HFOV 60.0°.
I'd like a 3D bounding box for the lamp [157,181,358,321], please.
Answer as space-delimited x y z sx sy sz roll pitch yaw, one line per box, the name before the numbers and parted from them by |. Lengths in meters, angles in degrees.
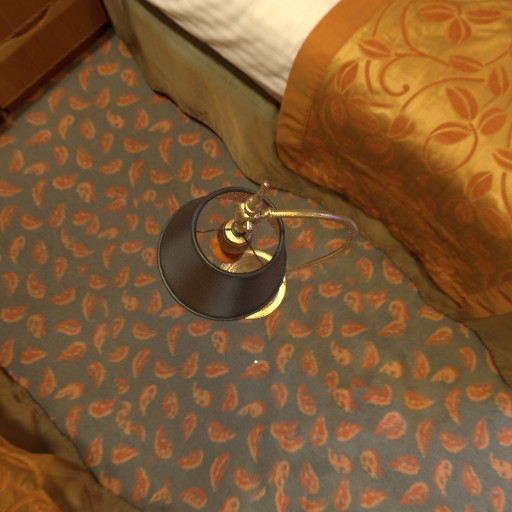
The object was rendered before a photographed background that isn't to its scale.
lamp | 0.000 0.000 0.813 0.344 0.675 0.235 -4 77 -1
